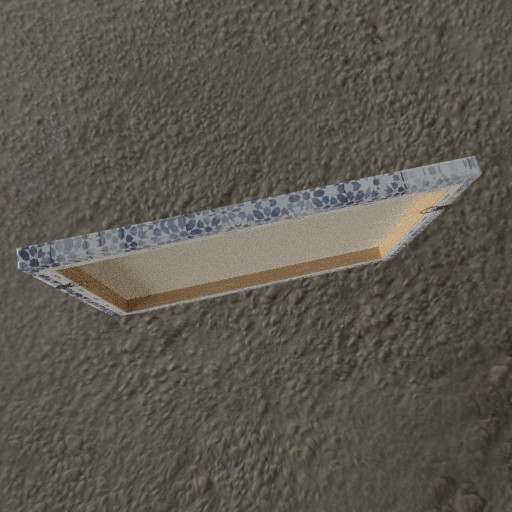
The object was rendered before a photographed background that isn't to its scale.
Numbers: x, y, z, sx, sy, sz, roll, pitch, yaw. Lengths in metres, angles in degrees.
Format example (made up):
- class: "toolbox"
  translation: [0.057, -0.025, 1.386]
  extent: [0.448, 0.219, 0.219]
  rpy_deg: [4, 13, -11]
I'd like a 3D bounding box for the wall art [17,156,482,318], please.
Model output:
- class: "wall art"
  translation: [0.000, 0.000, 0.763]
  extent: [0.608, 0.406, 0.030]
  rpy_deg: [-12, 74, -4]
